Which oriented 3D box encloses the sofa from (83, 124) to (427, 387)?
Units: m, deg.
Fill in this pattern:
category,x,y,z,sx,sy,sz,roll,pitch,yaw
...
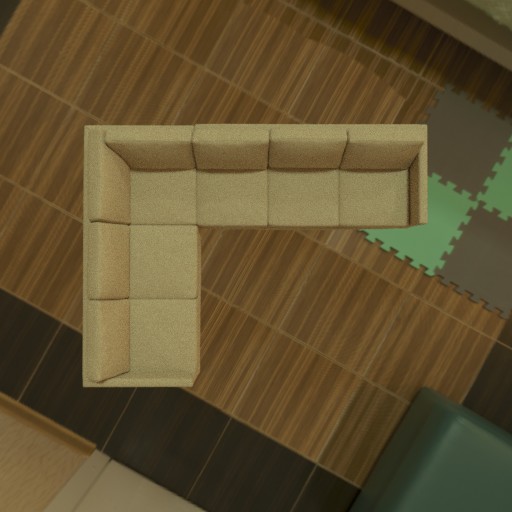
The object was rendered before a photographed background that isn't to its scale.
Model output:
category,x,y,z,sx,sy,sz,roll,pitch,yaw
sofa,0.000,0.000,4.314,3.182,0.863,2.432,0,90,0
